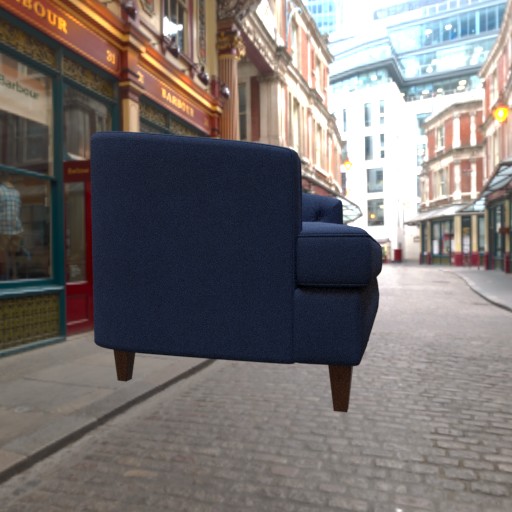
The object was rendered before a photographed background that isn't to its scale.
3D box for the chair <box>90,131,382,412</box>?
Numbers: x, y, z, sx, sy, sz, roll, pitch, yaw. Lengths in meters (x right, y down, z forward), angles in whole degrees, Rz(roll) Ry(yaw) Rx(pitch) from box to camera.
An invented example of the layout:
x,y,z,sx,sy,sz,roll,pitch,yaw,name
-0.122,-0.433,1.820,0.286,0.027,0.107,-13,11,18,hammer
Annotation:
x,y,z,sx,sy,sz,roll,pitch,yaw,name
0.000,0.000,1.710,0.914,0.787,1.118,0,0,17,chair
